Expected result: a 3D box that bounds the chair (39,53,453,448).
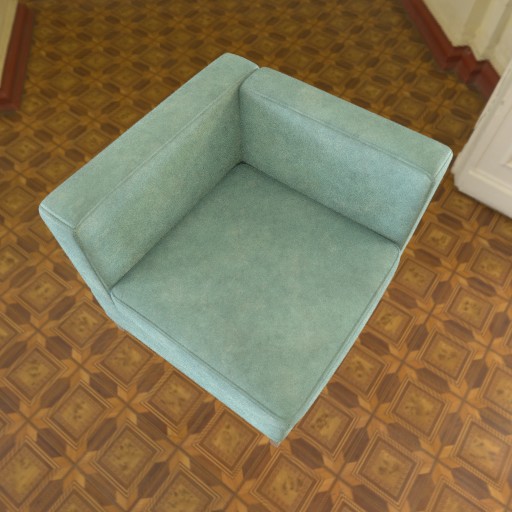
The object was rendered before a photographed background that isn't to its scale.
[{"bbox_3d":[0.000,0.000,1.220,0.684,0.660,0.691,31,63,18],"label":"chair"}]
